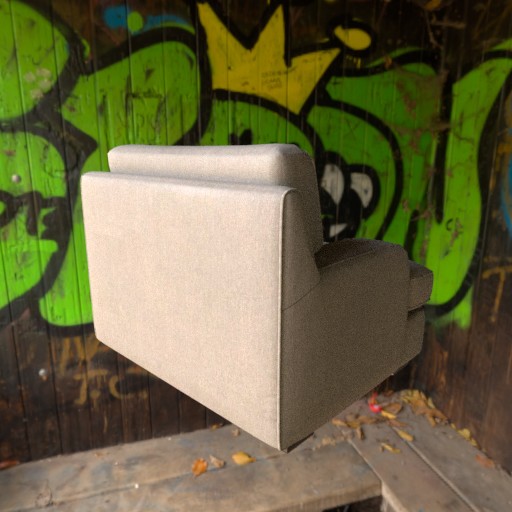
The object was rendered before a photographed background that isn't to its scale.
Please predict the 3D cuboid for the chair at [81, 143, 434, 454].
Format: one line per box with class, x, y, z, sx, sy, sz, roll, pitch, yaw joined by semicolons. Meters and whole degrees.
chair;0.000;0.000;1.996;1.270;0.974;1.043;13;19;43
